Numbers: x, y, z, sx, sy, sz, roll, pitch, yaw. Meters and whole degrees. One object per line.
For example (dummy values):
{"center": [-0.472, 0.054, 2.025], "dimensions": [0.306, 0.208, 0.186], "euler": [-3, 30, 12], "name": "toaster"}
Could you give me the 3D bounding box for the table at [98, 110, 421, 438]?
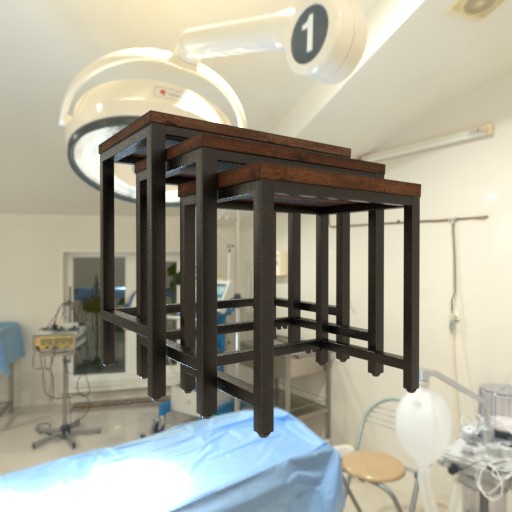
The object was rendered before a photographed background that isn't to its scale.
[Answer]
{"center": [0.000, 0.000, 1.143], "dimensions": [0.608, 0.616, 0.660], "euler": [0, 1, -35], "name": "table"}
